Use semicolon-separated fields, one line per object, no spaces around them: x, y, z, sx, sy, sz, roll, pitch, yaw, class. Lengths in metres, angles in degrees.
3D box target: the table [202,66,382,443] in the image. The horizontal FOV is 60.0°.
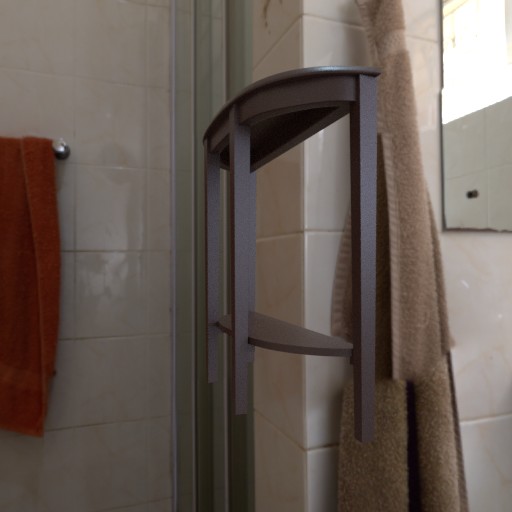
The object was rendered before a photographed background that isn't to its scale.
0.000;0.000;1.353;0.274;0.831;0.909;0;-1;-19;table
